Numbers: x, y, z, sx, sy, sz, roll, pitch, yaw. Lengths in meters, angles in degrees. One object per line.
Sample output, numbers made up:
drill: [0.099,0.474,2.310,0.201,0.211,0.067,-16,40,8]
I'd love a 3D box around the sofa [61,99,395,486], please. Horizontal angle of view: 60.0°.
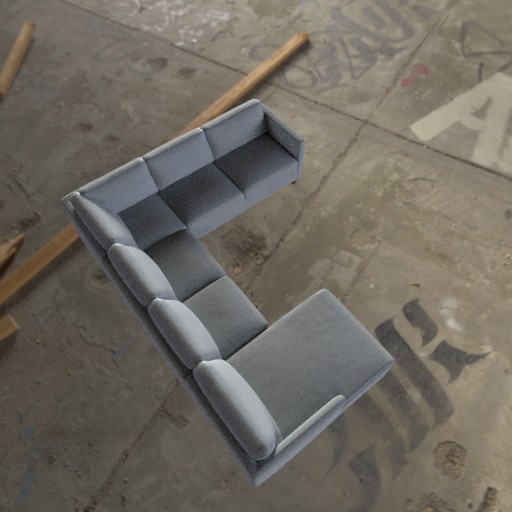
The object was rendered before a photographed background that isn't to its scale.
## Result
sofa: [0.000,0.000,4.411,2.551,0.853,3.238,-33,64,-19]
